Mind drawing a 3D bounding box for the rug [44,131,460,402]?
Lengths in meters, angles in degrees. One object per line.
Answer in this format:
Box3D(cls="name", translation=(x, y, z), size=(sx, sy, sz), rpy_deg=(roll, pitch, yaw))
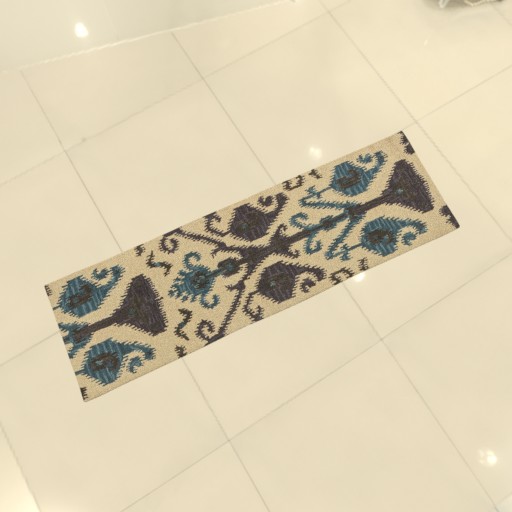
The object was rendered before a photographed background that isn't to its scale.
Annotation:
Box3D(cls="rug", translation=(0.000, 0.000, 2.522), size=(2.301, 0.017, 0.692), rpy_deg=(-24, 77, -6))
